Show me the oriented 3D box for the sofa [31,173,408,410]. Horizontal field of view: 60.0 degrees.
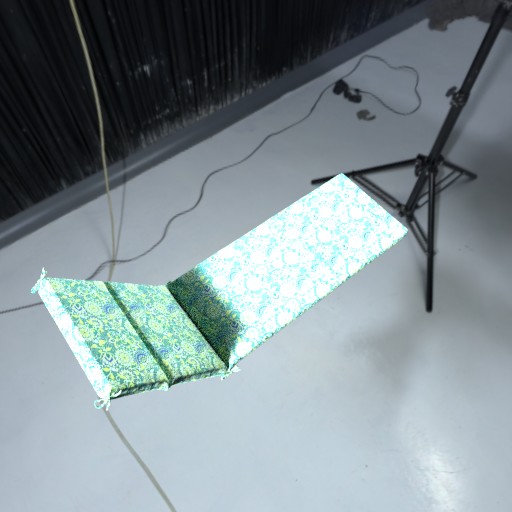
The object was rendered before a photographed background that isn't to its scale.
[{"bbox_3d":[0.000,0.000,1.980,1.663,0.622,0.582,-34,64,-19],"label":"sofa"}]
